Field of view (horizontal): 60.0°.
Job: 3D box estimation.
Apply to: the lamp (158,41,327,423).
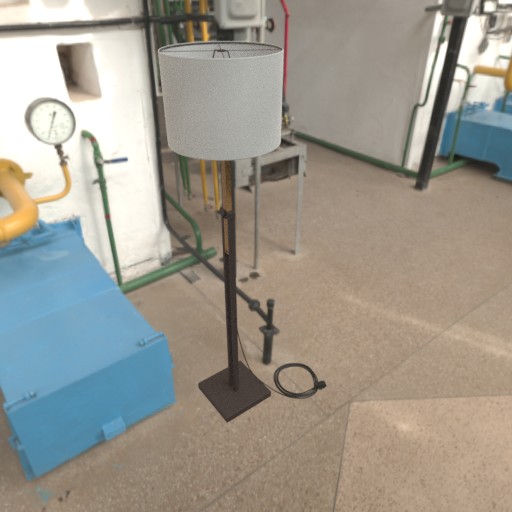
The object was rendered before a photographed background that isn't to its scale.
[{"bbox_3d":[0.000,0.000,1.920,0.639,1.650,0.474,-22,38,-31],"label":"lamp"}]
